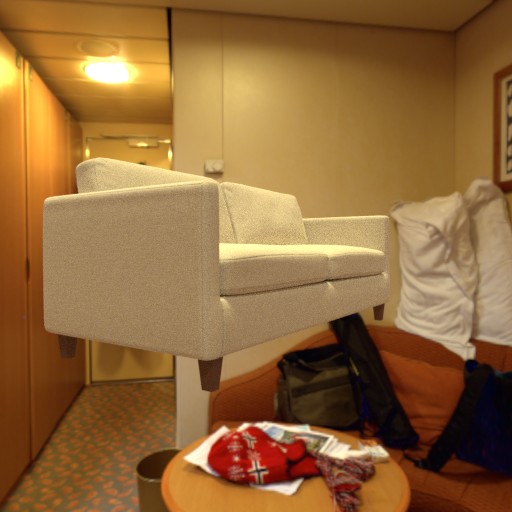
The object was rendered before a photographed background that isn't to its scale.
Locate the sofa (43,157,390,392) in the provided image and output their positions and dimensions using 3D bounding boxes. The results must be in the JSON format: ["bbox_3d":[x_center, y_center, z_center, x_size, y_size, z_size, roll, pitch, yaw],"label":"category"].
[{"bbox_3d":[0.000,0.000,2.484,0.965,0.889,1.981,1,1,34],"label":"sofa"}]
